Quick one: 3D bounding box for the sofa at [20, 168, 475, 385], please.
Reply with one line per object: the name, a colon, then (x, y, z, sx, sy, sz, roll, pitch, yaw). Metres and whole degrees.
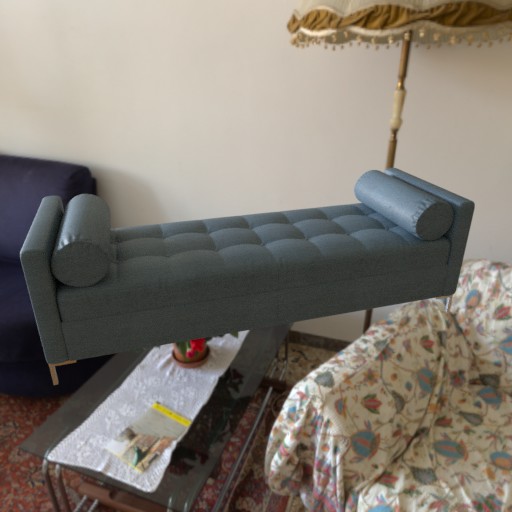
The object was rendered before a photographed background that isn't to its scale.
sofa: (0.000, 0.000, 2.263, 1.981, 0.635, 0.686, -7, 27, -15)
